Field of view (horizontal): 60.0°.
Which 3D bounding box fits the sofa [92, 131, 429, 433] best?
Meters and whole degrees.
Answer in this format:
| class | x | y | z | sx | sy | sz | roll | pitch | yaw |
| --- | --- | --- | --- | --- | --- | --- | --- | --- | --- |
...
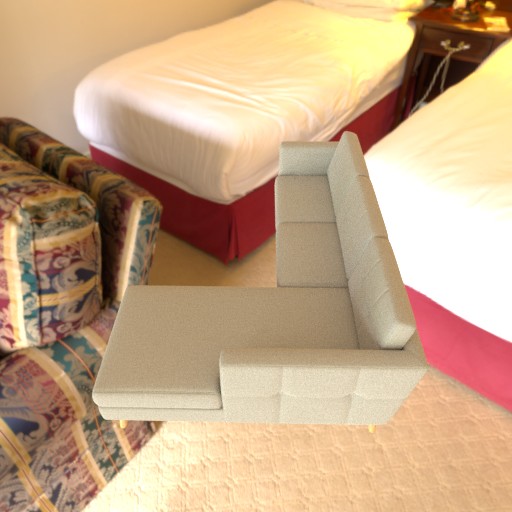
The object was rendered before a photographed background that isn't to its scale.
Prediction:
| class | x | y | z | sx | sy | sz | roll | pitch | yaw |
| --- | --- | --- | --- | --- | --- | --- | --- | --- | --- |
| sofa | 0.000 | 0.000 | 2.827 | 1.530 | 0.860 | 2.040 | 1 | 42 | 1 |
